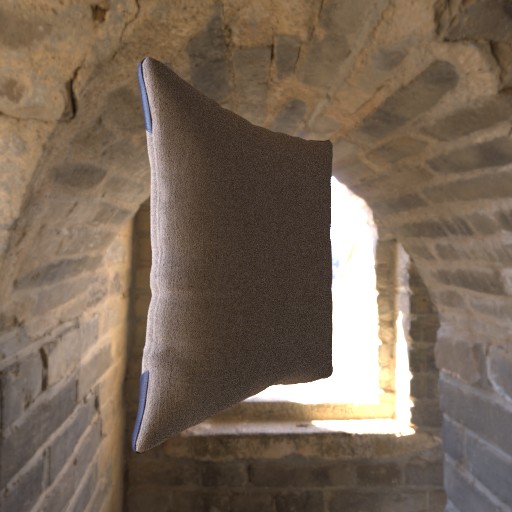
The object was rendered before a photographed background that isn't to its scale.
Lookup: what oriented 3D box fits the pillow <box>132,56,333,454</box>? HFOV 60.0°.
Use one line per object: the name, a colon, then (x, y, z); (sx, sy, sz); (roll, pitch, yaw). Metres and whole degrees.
pillow: (0.000, 0.000, 0.660); (0.147, 0.441, 0.440); (-1, -2, 37)
